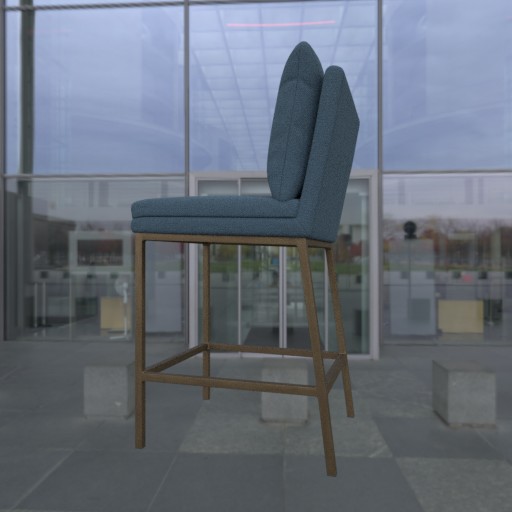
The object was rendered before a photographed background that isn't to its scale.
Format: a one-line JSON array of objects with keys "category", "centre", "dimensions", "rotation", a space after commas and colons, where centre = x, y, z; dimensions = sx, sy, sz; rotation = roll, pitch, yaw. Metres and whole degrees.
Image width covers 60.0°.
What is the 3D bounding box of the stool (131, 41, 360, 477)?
[{"category": "stool", "centre": [0.000, 0.000, 1.316], "dimensions": [0.568, 1.032, 0.463], "rotation": [0, 0, 18]}]
